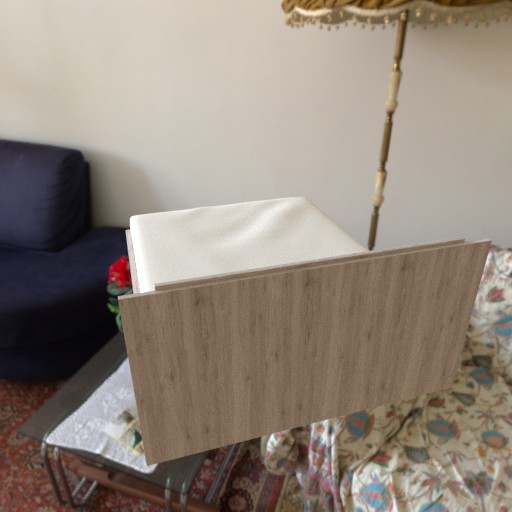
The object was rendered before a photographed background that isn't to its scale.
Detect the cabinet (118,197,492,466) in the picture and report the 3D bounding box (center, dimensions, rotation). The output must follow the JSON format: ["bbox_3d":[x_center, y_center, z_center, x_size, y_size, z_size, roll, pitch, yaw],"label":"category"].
[{"bbox_3d":[0.000,0.000,3.018,1.750,0.970,2.080,-8,29,-15],"label":"cabinet"}]
